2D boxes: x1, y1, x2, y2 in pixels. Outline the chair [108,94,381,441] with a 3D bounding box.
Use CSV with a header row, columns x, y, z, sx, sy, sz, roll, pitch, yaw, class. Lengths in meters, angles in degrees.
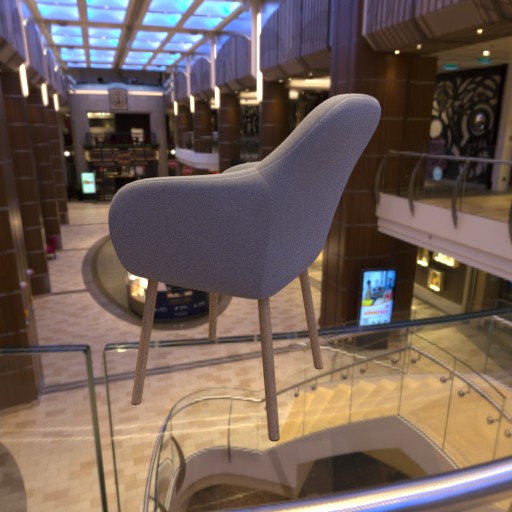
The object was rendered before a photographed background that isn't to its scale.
x,y,z,sx,sy,sz,roll,pitch,yaw,class
0.000,0.000,1.236,0.590,0.830,0.570,7,18,24,chair
